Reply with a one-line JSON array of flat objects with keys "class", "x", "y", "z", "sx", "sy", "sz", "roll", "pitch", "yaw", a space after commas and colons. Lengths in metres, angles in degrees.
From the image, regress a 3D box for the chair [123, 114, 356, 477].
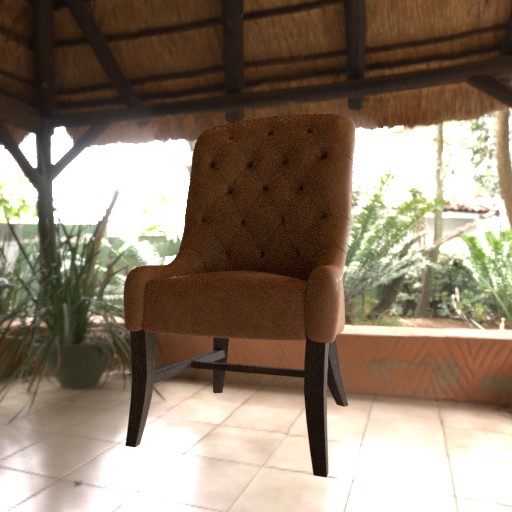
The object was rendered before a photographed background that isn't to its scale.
[{"class": "chair", "x": 0.000, "y": 0.000, "z": 1.472, "sx": 0.634, "sy": 1.091, "sz": 0.629, "roll": 0, "pitch": -1, "yaw": 19}]
